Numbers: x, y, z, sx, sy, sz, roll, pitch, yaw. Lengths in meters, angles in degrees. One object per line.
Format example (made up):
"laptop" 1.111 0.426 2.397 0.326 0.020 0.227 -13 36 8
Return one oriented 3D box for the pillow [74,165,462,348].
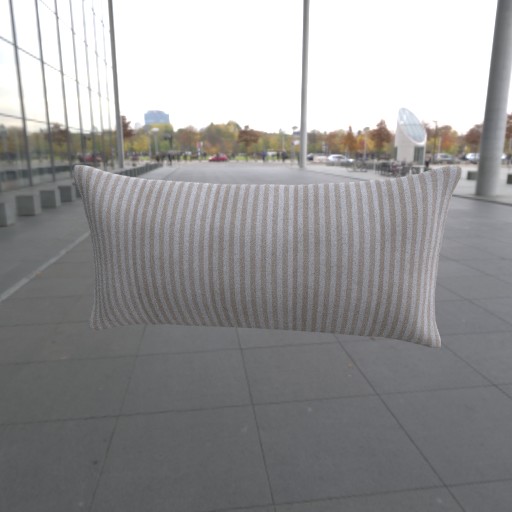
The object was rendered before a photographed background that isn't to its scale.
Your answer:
"pillow" 0.000 0.000 0.731 0.617 0.295 0.151 2 13 8
